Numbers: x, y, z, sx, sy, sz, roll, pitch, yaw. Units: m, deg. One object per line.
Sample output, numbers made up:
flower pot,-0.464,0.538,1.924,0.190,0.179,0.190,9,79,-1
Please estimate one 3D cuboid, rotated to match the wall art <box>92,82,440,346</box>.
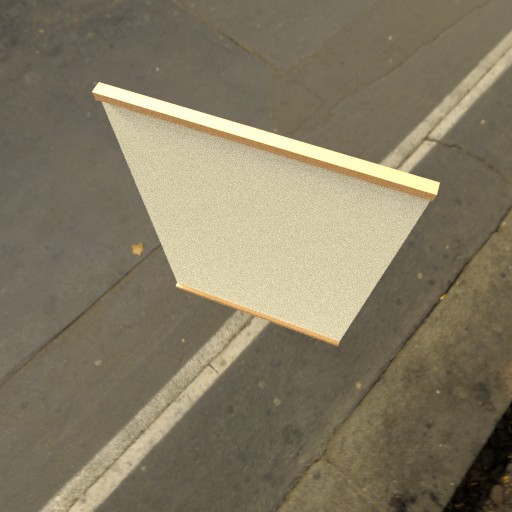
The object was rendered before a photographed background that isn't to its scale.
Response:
wall art,0.000,0.000,1.272,0.669,1.020,0.027,19,66,9
